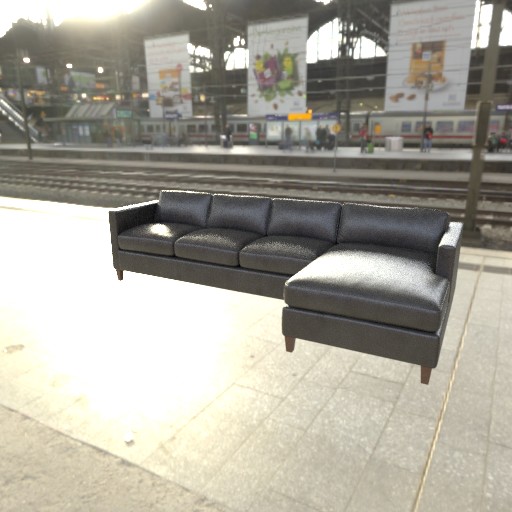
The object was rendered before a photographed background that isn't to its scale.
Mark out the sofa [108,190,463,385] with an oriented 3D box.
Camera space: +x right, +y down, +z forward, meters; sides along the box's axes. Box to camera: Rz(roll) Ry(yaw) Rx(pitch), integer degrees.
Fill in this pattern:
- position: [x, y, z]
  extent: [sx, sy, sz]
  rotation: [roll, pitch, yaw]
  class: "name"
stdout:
- position: [0.000, 0.000, 3.911]
  extent: [3.203, 0.883, 1.581]
  rotation: [8, 17, 26]
  class: "sofa"
